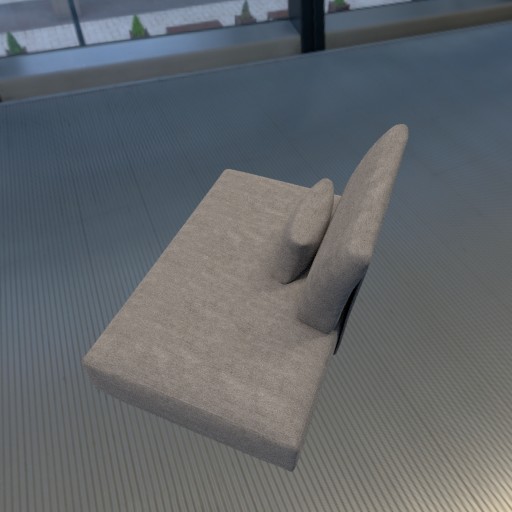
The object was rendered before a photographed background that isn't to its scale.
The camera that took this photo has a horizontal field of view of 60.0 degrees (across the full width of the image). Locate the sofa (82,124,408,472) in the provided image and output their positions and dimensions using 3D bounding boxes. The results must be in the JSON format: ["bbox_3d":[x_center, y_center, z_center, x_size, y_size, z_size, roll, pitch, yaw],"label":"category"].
[{"bbox_3d":[0.000,0.000,2.035,1.002,0.820,1.450,17,49,15],"label":"sofa"}]
